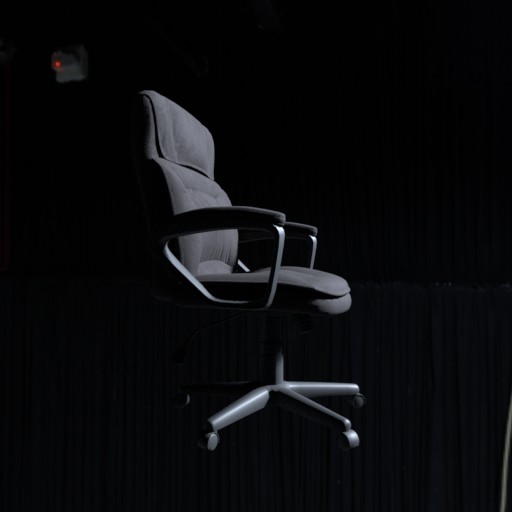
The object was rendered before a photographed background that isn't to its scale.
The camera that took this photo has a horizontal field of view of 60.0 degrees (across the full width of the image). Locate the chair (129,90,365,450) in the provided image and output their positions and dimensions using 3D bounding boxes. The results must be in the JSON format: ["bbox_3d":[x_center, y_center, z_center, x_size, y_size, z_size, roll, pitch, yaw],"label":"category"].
[{"bbox_3d":[0.000,0.000,1.546,0.724,1.105,0.667,0,0,17],"label":"chair"}]
